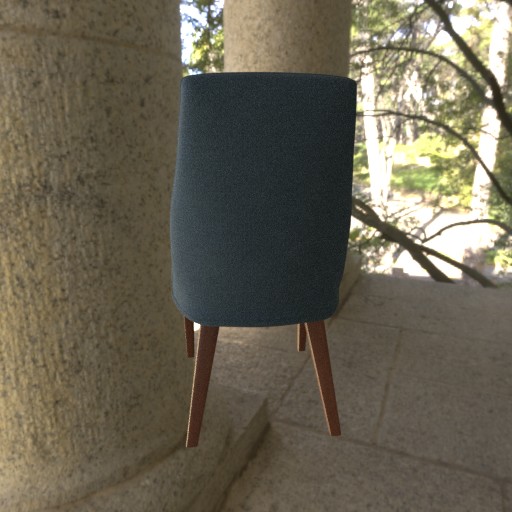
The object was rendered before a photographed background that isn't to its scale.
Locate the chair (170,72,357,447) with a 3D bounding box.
[{"bbox_3d":[0.000,0.000,1.292,0.500,0.930,0.620,-2,15,-7],"label":"chair"}]
